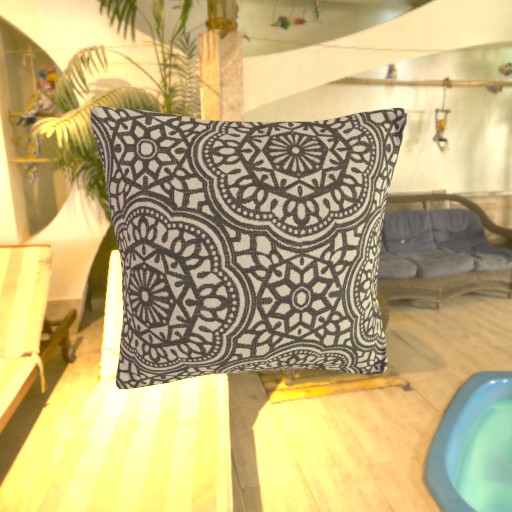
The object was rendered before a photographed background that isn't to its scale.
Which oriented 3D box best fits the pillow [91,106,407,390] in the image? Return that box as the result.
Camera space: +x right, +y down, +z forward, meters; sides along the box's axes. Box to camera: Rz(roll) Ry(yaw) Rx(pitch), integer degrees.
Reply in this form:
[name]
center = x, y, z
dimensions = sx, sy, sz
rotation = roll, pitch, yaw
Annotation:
[pillow]
center = 0.000, 0.000, 0.652
dimensions = 0.436, 0.417, 0.148
rotation = -2, 16, -7
